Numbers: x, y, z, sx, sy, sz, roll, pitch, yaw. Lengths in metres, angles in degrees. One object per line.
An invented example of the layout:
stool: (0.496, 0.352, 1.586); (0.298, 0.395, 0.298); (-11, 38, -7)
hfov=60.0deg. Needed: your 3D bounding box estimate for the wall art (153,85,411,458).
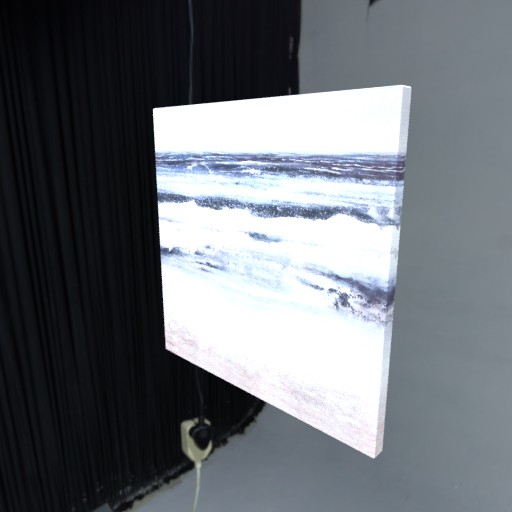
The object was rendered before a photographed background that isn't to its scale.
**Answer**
wall art: (0.000, 0.000, 1.124); (0.755, 0.747, 0.065); (13, 19, 42)
